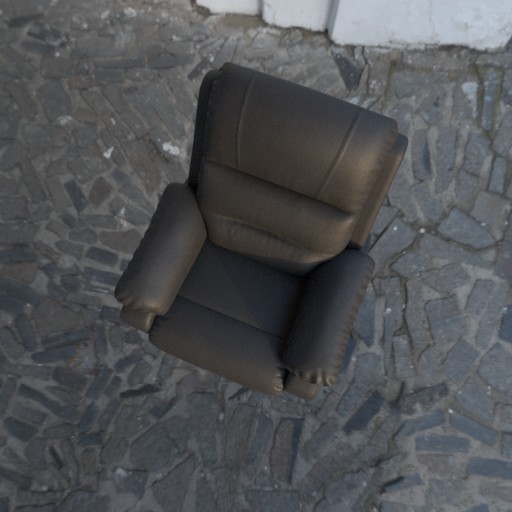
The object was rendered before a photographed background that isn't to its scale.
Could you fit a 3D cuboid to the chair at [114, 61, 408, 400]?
[{"bbox_3d":[0.000,0.000,1.679,0.855,0.992,0.919,21,76,6],"label":"chair"}]
